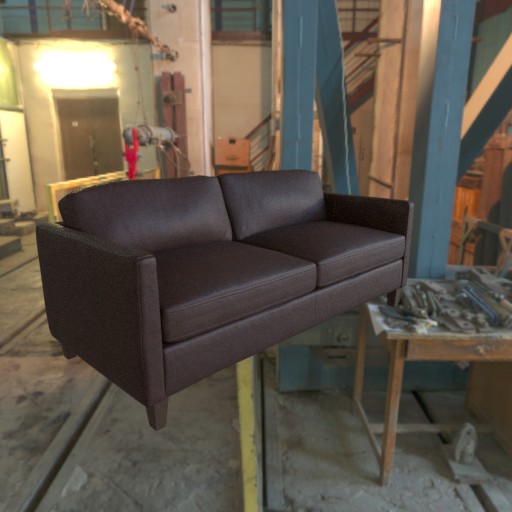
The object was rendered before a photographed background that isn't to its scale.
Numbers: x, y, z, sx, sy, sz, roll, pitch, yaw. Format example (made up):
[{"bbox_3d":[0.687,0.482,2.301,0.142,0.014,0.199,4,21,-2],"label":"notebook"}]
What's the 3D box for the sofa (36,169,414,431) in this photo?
[{"bbox_3d":[0.000,0.000,2.435,0.923,0.863,1.971,14,20,43],"label":"sofa"}]
